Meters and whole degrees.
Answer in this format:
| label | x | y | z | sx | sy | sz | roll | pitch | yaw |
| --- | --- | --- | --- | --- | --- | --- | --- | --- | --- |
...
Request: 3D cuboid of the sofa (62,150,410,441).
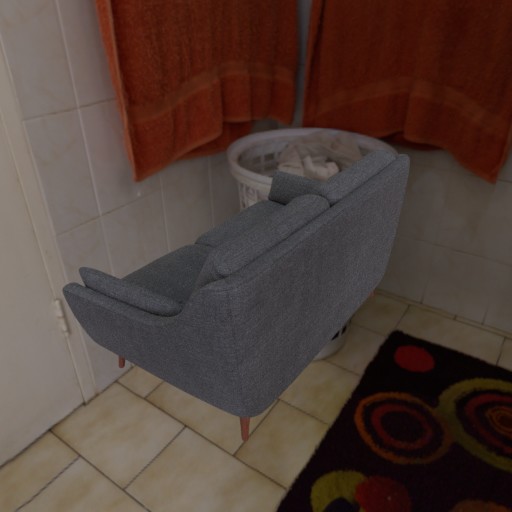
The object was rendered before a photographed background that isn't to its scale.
| label | x | y | z | sx | sy | sz | roll | pitch | yaw |
| --- | --- | --- | --- | --- | --- | --- | --- | --- | --- |
| sofa | 0.000 | 0.000 | 2.267 | 0.976 | 0.887 | 1.646 | 21 | 37 | 31 |
